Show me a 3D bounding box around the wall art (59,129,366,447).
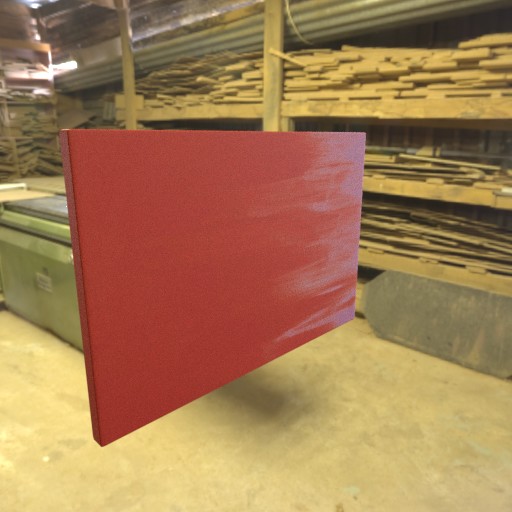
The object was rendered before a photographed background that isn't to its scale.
[{"bbox_3d":[0.000,0.000,1.126,0.040,0.609,0.913,14,21,43],"label":"wall art"}]
